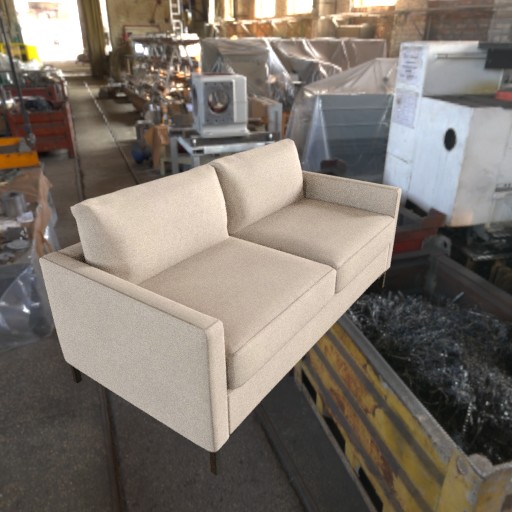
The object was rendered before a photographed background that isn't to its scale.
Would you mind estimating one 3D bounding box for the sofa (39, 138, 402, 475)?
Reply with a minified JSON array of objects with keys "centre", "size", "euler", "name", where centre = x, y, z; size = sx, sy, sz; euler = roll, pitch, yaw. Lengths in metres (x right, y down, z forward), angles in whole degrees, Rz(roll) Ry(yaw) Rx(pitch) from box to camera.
[{"centre":[0.000,0.000,2.151],"size":[0.875,0.840,1.682],"euler":[17,31,31],"name":"sofa"}]
